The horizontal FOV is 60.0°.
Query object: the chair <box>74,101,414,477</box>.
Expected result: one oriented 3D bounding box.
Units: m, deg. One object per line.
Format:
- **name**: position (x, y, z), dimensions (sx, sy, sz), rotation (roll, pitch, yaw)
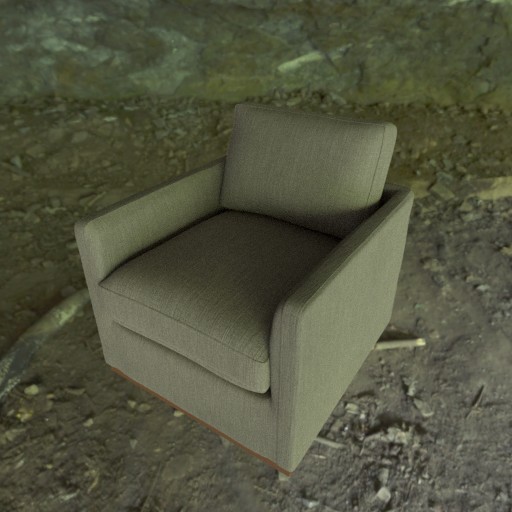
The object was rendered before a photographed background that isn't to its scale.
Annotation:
- **chair**: position (0.000, 0.000, 1.466), dimensions (0.763, 0.811, 0.834), rotation (19, 36, 28)
